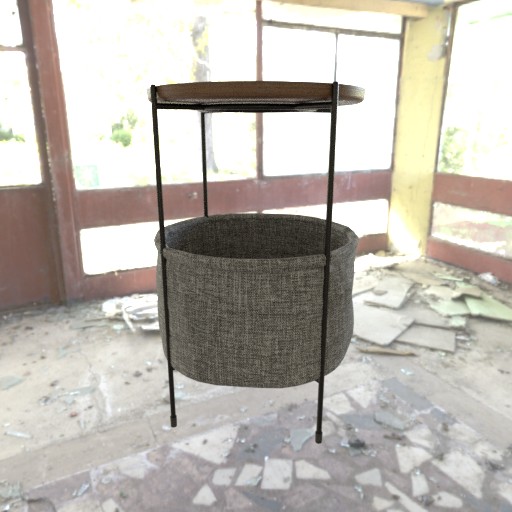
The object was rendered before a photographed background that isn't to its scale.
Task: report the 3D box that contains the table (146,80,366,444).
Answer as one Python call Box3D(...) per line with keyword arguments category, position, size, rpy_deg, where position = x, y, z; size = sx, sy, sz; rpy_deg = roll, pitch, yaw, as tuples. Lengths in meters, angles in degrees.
Box3D(category="table", position=(0.000, 0.000, 0.886), size=(0.400, 0.623, 0.400), rpy_deg=(3, 17, 9))
